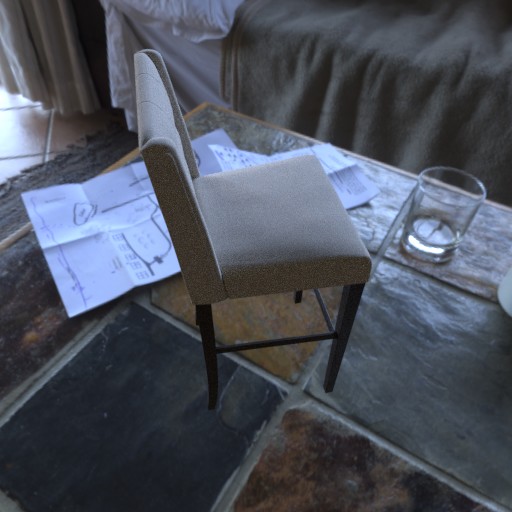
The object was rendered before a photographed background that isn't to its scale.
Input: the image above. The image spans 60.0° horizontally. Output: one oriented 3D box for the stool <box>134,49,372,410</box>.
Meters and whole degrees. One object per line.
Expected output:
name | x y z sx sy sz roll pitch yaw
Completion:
stool | 0.000 0.000 1.350 0.509 1.116 0.474 -9 47 -8
